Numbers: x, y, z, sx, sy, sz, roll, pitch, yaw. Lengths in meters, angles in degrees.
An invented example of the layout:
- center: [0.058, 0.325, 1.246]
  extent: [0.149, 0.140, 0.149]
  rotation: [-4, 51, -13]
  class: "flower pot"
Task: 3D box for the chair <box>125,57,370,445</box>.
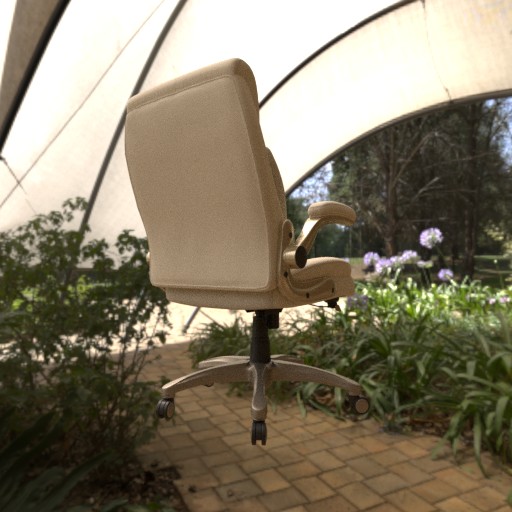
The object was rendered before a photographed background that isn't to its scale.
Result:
- center: [0.000, 0.000, 1.636]
  extent: [0.740, 1.110, 0.794]
  rotation: [-1, -1, 35]
  class: "chair"
